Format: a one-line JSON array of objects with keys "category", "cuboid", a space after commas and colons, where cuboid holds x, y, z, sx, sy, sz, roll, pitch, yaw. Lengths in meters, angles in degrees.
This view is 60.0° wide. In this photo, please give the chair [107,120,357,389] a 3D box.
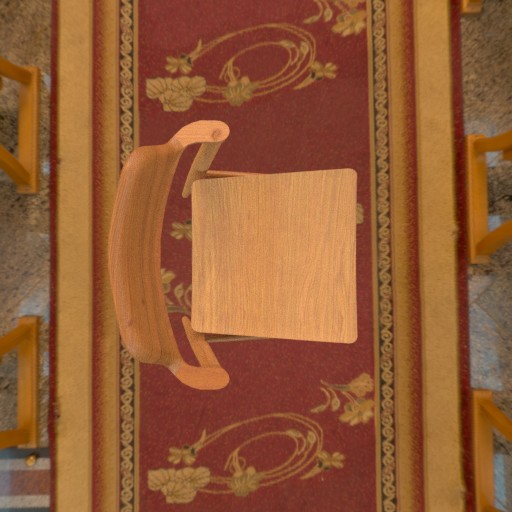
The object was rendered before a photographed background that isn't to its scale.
[{"category": "chair", "cuboid": [0.000, 0.000, 1.118, 0.499, 0.792, 0.512, 0, 89, 0]}]
